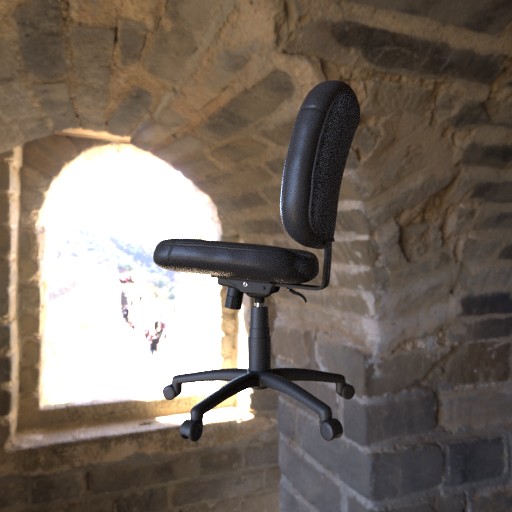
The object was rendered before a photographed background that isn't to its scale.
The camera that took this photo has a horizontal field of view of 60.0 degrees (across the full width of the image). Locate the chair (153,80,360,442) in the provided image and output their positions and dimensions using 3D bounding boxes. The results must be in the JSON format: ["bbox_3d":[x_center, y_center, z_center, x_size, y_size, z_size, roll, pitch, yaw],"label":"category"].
[{"bbox_3d":[0.000,0.000,1.411,0.646,0.959,0.647,0,-1,17],"label":"chair"}]
